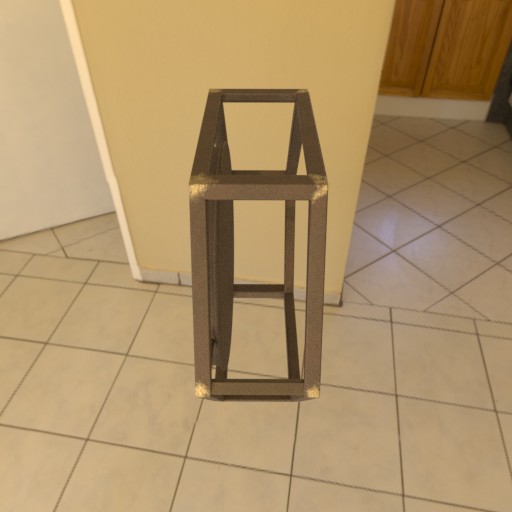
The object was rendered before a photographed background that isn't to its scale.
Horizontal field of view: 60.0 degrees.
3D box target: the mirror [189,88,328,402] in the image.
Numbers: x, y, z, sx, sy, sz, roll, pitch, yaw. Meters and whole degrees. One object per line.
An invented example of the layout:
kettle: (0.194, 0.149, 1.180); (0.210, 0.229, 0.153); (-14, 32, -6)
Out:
mirror: (0.000, 0.000, 0.541); (0.119, 0.334, 0.380); (0, 42, 0)
